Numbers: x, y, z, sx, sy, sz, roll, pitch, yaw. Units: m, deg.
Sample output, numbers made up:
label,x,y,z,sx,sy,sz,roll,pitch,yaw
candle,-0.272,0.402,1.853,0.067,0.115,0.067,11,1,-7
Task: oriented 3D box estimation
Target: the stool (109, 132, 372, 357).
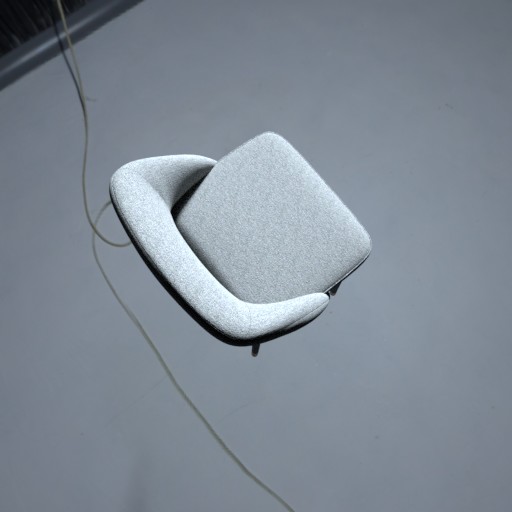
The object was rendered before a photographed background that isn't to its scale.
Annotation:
label,x,y,z,sx,sy,sz,roll,pitch,yaw
stool,0.000,0.000,1.391,0.524,1.089,0.536,-37,78,-9
